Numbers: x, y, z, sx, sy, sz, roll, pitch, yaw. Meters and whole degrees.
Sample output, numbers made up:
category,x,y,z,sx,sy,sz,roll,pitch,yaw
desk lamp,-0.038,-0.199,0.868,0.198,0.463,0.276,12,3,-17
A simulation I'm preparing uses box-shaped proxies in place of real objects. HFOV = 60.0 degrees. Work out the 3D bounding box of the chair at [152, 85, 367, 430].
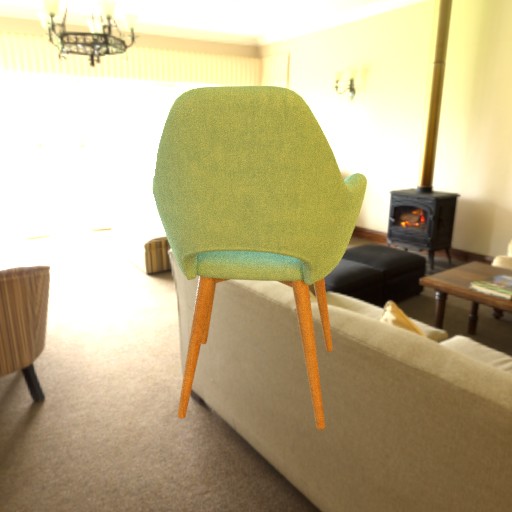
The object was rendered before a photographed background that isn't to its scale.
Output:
category,x,y,z,sx,sy,sz,roll,pitch,yaw
chair,0.000,0.000,1.241,0.590,0.840,0.610,2,16,7
